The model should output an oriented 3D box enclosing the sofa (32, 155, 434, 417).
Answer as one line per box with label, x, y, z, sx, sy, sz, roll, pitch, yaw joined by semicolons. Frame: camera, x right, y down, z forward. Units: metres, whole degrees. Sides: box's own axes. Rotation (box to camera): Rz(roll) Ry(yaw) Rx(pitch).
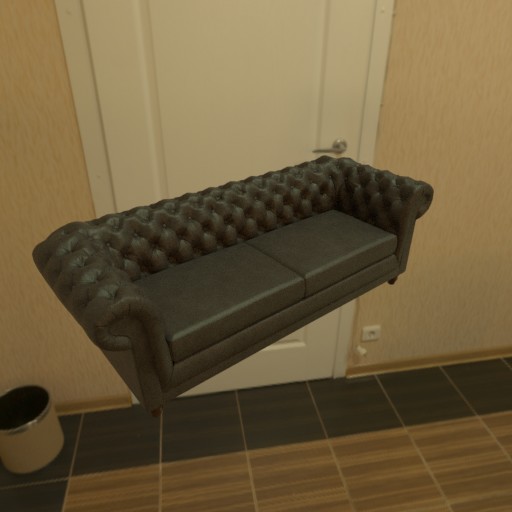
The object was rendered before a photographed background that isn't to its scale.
sofa;0.000;0.000;2.807;2.385;0.783;0.944;-22;36;-33
